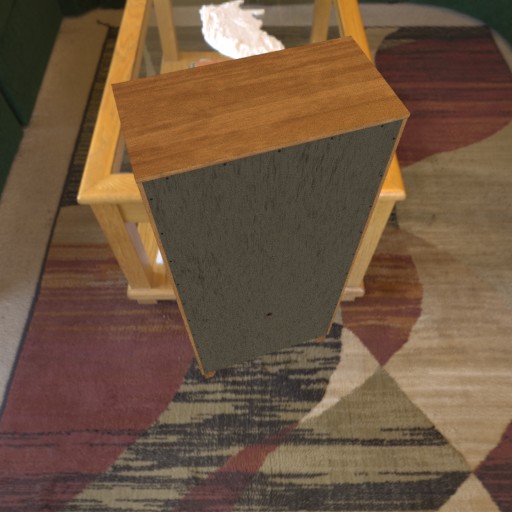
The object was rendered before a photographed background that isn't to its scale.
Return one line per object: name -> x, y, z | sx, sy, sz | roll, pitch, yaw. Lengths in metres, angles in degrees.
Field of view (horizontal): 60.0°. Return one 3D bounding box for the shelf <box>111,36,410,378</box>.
shelf -> 0.000, 0.000, 2.241 | 0.864, 1.930, 0.453 | -16, 59, -10
